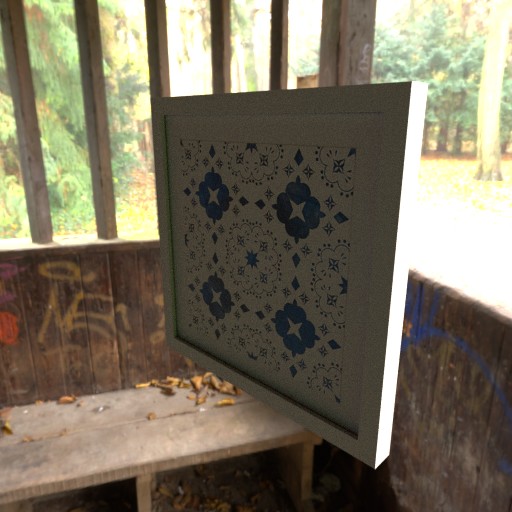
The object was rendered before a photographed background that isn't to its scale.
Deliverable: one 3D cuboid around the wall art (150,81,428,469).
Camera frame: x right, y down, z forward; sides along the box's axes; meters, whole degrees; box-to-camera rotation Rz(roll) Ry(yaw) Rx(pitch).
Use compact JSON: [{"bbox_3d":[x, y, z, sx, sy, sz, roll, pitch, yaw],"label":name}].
[{"bbox_3d":[0.000,0.000,0.511,0.355,0.355,0.027,16,23,42],"label":"wall art"}]
